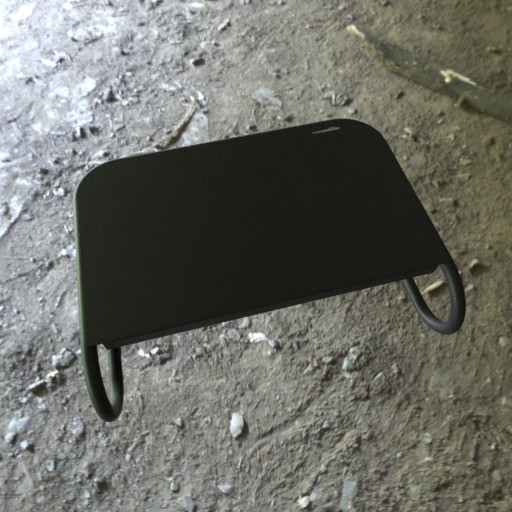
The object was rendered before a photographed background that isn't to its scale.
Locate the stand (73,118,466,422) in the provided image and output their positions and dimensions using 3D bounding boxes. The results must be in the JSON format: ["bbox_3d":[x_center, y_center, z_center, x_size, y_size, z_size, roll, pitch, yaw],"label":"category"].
[{"bbox_3d":[0.000,0.000,0.505,0.370,0.108,0.280,-12,60,-7],"label":"stand"}]
